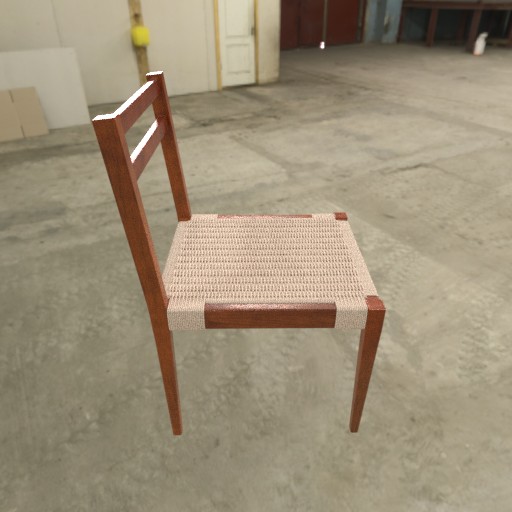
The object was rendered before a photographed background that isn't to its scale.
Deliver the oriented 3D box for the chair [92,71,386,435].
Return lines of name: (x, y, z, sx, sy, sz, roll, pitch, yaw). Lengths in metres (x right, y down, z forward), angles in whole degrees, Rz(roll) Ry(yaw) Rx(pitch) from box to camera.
chair: (0.000, 0.000, 1.189, 0.569, 0.851, 0.495, 0, 31, 0)
